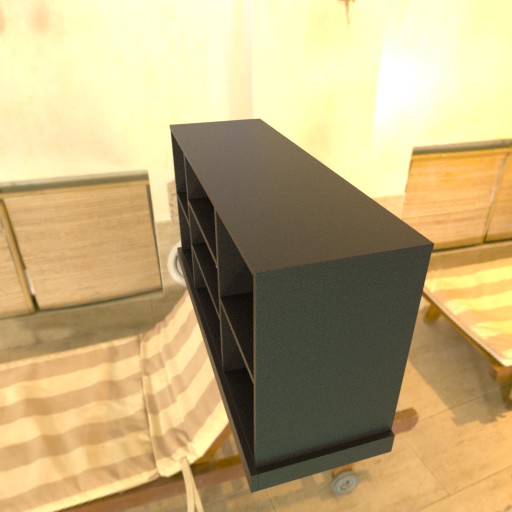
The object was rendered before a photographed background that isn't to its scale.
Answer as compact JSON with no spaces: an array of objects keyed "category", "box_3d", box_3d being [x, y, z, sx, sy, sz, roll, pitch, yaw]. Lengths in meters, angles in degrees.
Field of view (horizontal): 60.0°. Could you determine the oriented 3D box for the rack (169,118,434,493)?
[{"category":"rack","box_3d":[0.000,0.000,1.498,0.399,0.635,1.206,-9,31,-15]}]
